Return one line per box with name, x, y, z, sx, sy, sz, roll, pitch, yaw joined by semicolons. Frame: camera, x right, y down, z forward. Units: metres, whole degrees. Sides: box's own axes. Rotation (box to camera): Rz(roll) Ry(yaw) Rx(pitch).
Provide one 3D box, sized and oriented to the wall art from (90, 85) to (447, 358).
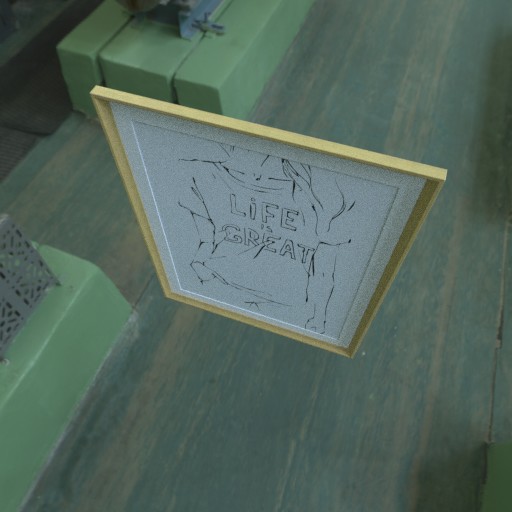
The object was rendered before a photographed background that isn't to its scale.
wall art;0.000;0.000;1.369;0.798;1.002;0.030;17;59;10
